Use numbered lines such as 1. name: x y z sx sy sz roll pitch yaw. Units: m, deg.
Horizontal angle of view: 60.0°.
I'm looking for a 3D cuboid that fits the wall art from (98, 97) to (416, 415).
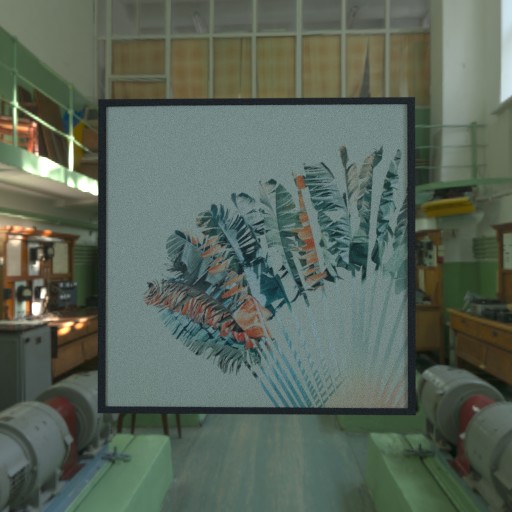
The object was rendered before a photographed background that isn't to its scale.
1. wall art: 0.000 0.000 0.439 0.302 0.300 0.036 0 0 1
